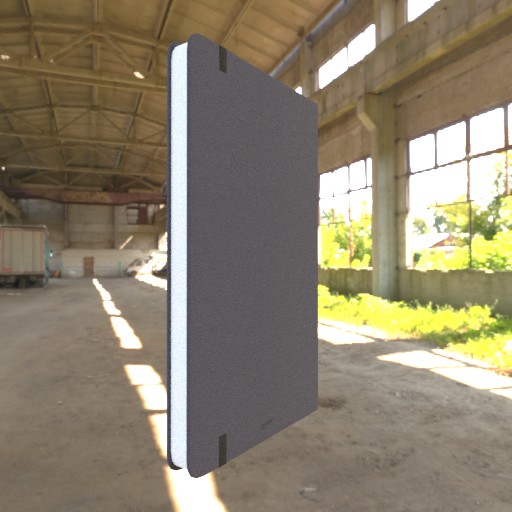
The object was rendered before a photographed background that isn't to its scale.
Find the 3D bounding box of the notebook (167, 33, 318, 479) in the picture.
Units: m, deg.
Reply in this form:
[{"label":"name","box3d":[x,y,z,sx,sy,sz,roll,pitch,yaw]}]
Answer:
[{"label":"notebook","box3d":[0.000,0.000,0.261,0.016,0.213,0.127,0,0,36]}]
